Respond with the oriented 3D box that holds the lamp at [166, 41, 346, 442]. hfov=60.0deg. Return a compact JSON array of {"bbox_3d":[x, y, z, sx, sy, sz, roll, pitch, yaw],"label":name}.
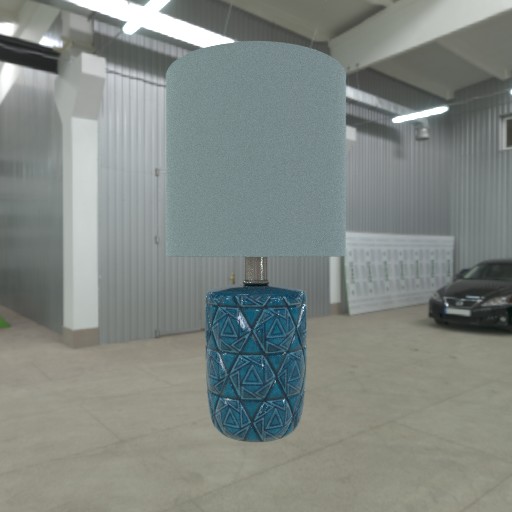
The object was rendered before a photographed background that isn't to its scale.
[{"bbox_3d":[0.000,0.000,0.485,0.193,0.377,0.193,0,0,16],"label":"lamp"}]
